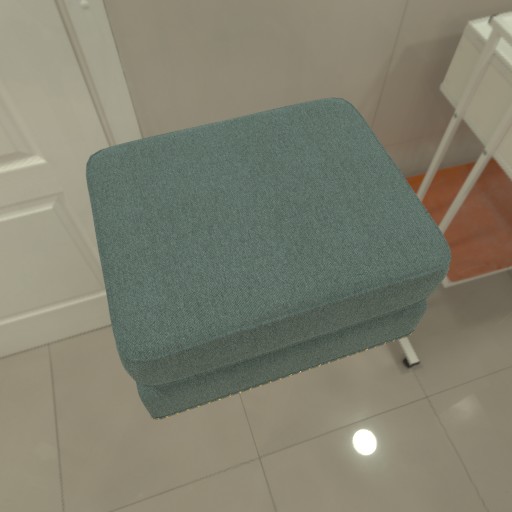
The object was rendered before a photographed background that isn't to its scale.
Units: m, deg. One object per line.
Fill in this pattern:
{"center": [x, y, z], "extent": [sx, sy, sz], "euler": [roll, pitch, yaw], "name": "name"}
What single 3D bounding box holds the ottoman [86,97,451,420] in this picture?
{"center": [0.000, 0.000, 1.167], "extent": [0.738, 0.537, 0.589], "euler": [-16, 59, -10], "name": "ottoman"}
